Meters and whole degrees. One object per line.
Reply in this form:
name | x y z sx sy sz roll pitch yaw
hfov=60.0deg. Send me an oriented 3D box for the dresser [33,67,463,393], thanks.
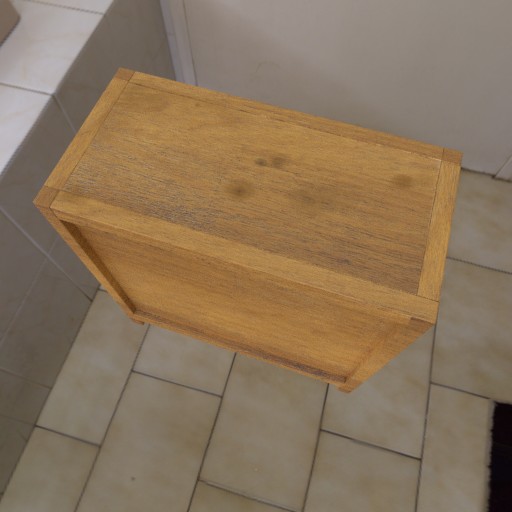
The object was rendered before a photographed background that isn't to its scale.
dresser | 0.000 0.000 1.280 0.804 0.804 0.427 17 65 8
